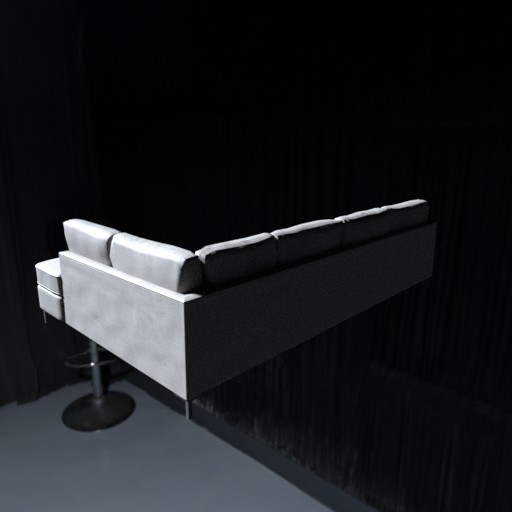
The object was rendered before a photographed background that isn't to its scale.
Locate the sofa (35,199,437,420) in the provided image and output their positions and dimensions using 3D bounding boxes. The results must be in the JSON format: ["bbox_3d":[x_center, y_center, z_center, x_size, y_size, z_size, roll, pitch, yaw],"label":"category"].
[{"bbox_3d":[0.000,0.000,4.241,2.077,0.964,3.331,14,20,42],"label":"sofa"}]
